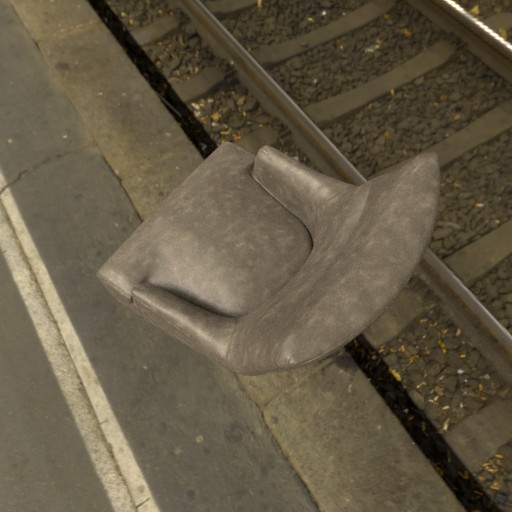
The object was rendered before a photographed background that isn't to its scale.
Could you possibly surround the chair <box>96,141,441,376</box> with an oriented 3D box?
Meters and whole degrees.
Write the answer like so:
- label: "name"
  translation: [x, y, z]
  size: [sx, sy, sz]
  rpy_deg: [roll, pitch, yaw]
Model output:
- label: "chair"
  translation: [0.000, 0.000, 1.482]
  size: [0.874, 0.870, 0.738]
  rpy_deg: [33, 68, 15]
